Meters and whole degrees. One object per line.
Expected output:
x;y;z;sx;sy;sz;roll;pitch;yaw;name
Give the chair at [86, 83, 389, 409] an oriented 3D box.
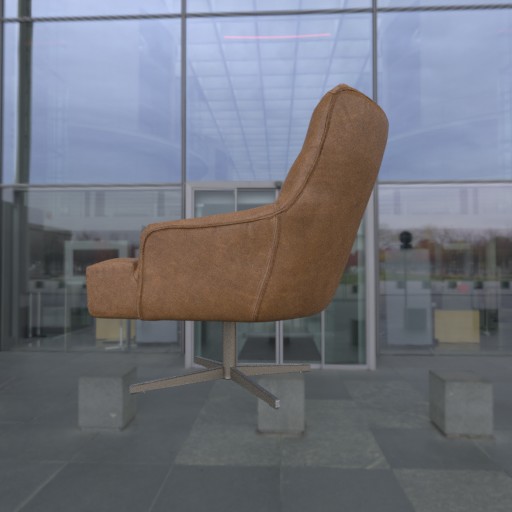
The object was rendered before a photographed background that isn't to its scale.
0.000;0.000;1.514;0.874;0.869;0.729;0;-1;18;chair
